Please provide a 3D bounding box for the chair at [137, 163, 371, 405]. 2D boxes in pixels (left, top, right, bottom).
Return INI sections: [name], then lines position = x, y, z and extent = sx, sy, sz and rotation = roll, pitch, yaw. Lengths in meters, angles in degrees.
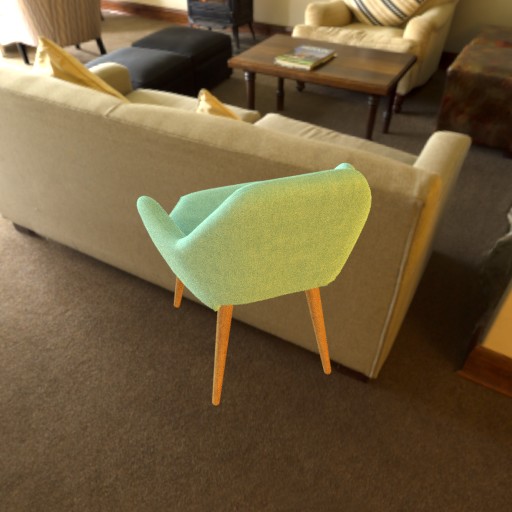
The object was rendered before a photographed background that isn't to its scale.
[chair]
position = 0.000, 0.000, 1.266
extent = 0.590, 0.840, 0.610
rotation = -12, 42, -13
